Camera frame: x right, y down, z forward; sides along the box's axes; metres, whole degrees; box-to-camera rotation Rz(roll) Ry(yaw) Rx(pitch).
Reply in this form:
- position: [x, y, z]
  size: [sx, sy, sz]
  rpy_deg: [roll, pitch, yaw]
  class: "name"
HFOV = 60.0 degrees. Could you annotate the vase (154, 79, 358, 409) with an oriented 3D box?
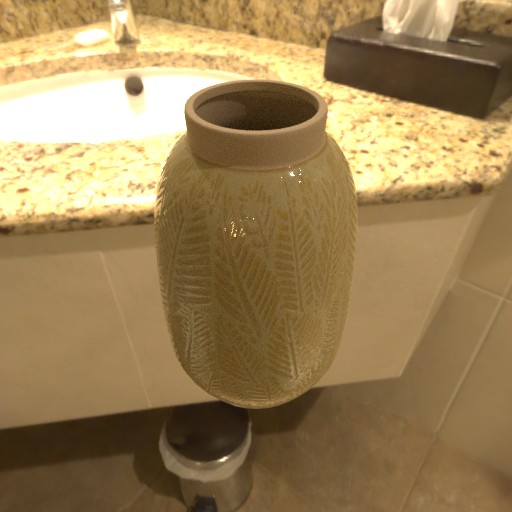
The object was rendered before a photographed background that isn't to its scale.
- position: [0.000, 0.000, 0.385]
  size: [0.172, 0.270, 0.172]
  rpy_deg: [0, 40, 0]
  class: "vase"
